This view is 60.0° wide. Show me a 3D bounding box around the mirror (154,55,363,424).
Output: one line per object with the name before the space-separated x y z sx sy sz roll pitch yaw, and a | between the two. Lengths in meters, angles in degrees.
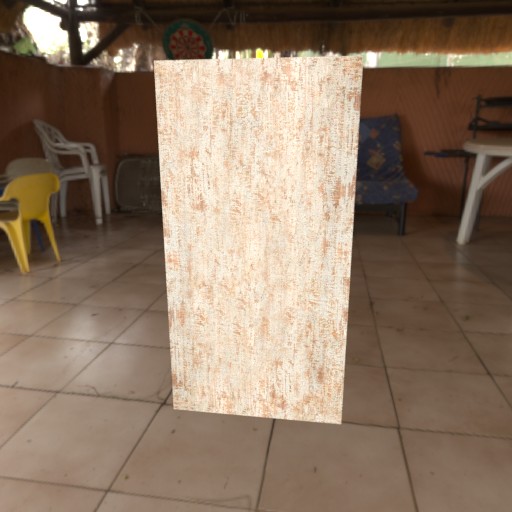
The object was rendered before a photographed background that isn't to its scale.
mirror | 0.000 0.000 1.124 0.472 0.922 0.027 2 16 8
